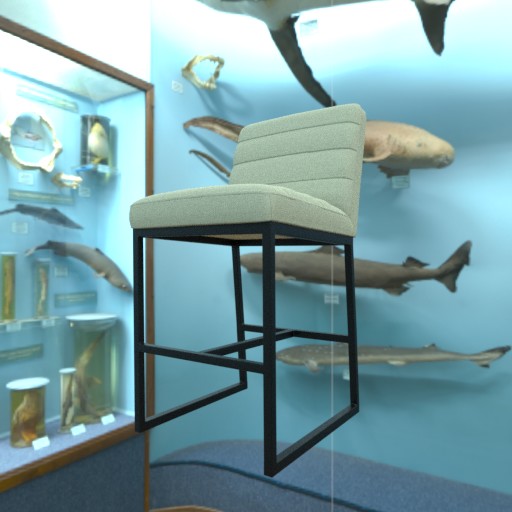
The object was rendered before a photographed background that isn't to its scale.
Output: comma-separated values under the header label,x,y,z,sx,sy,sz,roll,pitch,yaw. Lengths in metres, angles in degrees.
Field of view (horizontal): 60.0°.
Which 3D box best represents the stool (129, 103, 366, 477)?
label,x,y,z,sx,sy,sz,roll,pitch,yaw
stool,0.000,0.000,1.271,0.460,0.940,0.560,0,0,35
